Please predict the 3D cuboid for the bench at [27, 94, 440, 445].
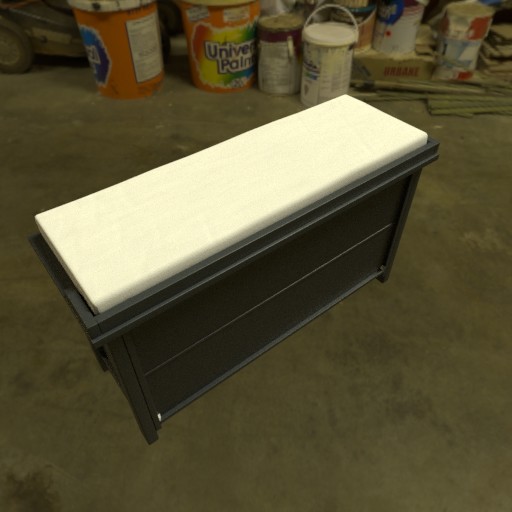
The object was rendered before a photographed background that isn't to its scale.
[{"bbox_3d":[0.000,0.000,1.217,0.973,0.561,0.345,-29,51,-26],"label":"bench"}]
